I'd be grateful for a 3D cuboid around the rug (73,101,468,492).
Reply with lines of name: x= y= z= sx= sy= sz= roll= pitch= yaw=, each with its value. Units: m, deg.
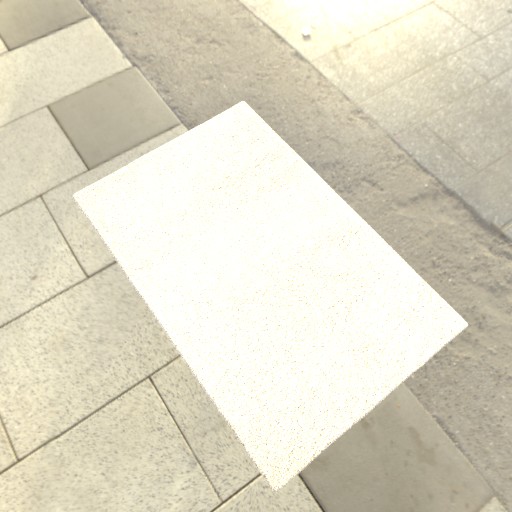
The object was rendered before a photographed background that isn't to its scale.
rug: x=0.000 y=0.000 z=3.441 sx=1.778 sy=0.030 sz=2.743 roll=-34 pitch=68 yaw=-16
